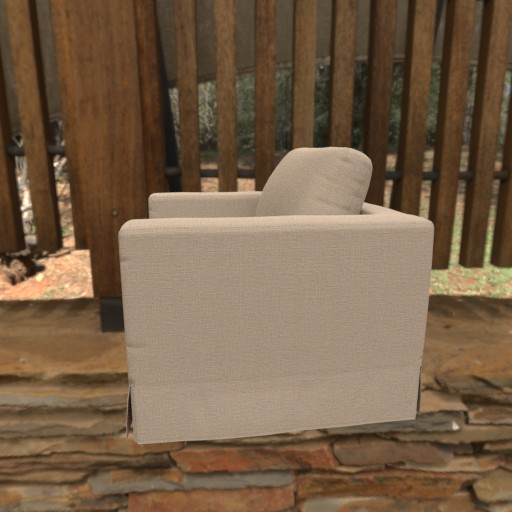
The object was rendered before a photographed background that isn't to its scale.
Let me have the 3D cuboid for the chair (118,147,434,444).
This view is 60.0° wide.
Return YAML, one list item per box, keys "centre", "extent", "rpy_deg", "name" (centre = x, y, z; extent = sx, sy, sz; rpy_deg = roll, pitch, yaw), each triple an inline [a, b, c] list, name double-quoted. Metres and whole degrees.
- centre: [0.000, 0.000, 1.839]
  extent: [0.957, 0.878, 1.150]
  rpy_deg: [-2, 13, -8]
  name: "chair"
